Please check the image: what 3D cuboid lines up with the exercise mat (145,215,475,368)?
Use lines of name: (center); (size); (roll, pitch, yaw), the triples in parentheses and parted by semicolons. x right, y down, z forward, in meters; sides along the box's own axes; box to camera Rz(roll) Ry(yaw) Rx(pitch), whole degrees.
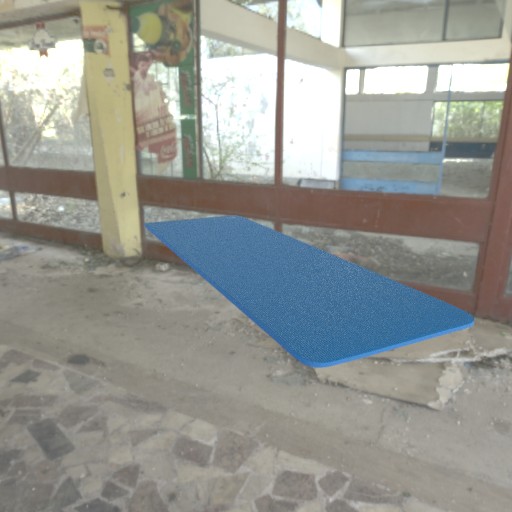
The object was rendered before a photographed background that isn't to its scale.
exercise mat: (0.000, 0.000, 2.004); (0.616, 0.021, 1.869); (-8, 18, -25)
